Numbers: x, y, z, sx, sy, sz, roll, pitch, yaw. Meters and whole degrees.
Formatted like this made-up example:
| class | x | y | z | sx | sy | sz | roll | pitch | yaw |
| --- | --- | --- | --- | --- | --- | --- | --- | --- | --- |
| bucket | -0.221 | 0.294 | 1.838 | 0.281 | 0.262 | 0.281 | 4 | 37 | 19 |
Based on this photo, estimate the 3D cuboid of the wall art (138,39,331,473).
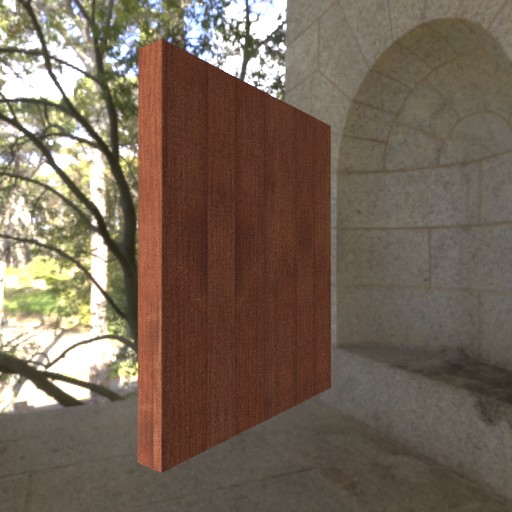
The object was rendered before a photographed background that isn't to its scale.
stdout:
| class | x | y | z | sx | sy | sz | roll | pitch | yaw |
| --- | --- | --- | --- | --- | --- | --- | --- | --- | --- |
| wall art | 0.000 | 0.000 | 0.621 | 0.039 | 0.449 | 0.377 | 0 | 0 | 37 |
